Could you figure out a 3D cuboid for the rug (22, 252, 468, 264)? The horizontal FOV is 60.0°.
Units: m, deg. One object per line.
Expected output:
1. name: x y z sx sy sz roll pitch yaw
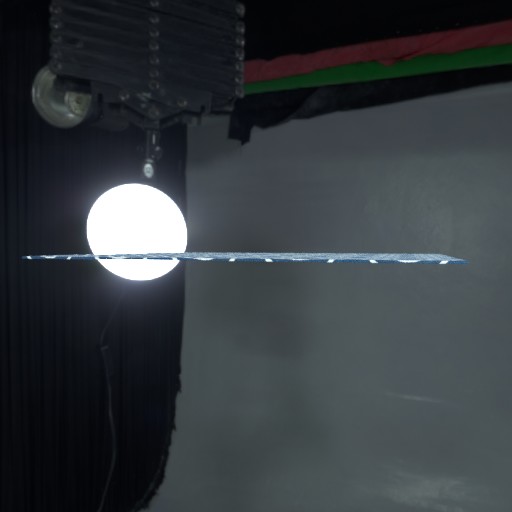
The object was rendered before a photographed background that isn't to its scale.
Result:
1. rug: 0.000 0.000 2.170 1.753 0.010 1.143 0 1 19
